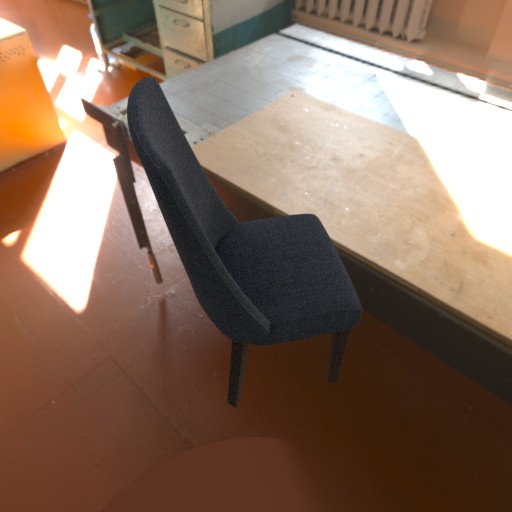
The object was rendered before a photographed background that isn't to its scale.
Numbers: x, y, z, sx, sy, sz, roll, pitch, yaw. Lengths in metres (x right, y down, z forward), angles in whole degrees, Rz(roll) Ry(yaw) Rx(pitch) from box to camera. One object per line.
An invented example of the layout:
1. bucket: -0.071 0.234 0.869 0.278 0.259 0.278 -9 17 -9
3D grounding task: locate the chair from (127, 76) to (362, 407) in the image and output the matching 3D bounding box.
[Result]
1. chair: 0.000 0.000 1.379 0.577 1.050 0.510 -9 47 -9
